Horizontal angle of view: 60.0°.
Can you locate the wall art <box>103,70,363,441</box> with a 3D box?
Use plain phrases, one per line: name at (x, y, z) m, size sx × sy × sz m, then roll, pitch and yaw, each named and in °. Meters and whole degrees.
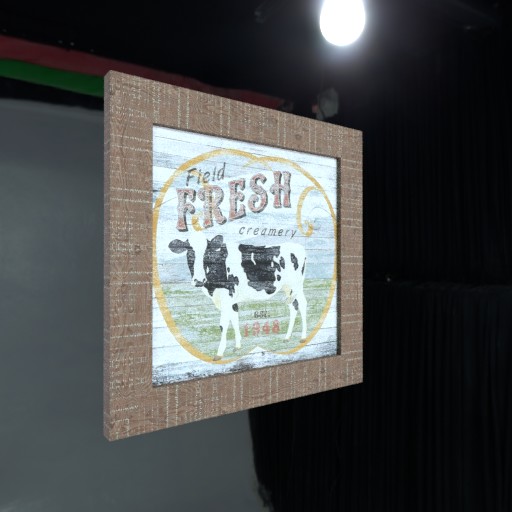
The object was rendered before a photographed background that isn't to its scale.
wall art at (0.000, 0.000, 0.797) m, size 0.531 × 0.531 × 0.029 m, roll 0°, pitch 0°, yaw -35°
